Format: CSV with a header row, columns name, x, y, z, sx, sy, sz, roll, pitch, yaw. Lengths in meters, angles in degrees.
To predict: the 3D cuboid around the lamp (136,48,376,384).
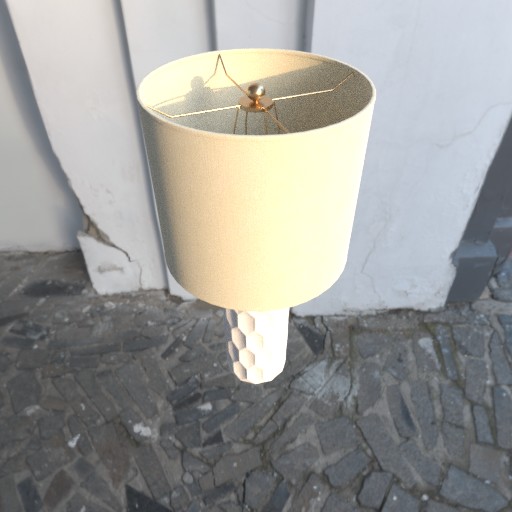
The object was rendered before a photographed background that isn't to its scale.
name,x,y,z,sx,sy,sz,roll,pitch,yaw
lamp,0.000,0.000,0.696,0.277,0.537,0.277,11,42,12
